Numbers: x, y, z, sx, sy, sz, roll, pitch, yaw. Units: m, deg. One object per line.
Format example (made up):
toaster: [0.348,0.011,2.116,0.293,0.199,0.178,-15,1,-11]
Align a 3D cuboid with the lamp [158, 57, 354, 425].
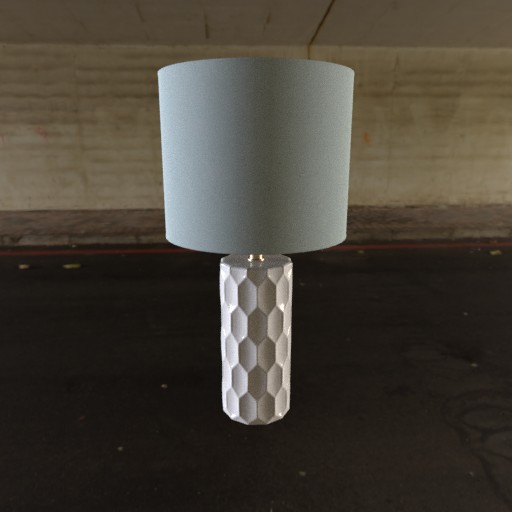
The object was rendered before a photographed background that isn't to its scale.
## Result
lamp: [0.000,0.000,0.702,0.277,0.534,0.277,7,16,27]
